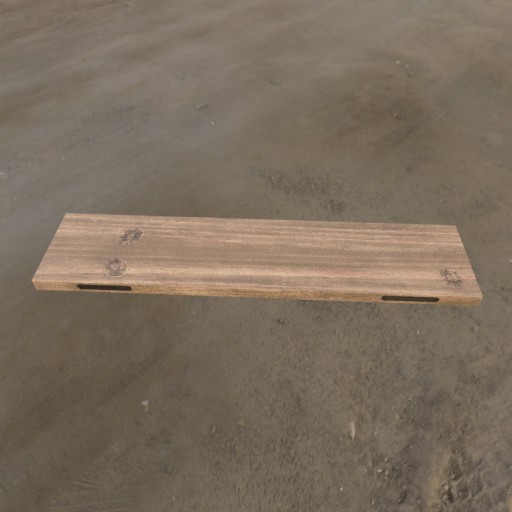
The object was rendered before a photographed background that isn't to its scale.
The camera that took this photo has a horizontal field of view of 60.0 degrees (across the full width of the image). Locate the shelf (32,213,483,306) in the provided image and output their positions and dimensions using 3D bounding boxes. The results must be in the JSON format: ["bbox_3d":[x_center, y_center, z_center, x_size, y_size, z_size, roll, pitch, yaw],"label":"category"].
[{"bbox_3d":[0.000,0.000,0.653,0.610,0.020,0.140,2,47,2],"label":"shelf"}]
